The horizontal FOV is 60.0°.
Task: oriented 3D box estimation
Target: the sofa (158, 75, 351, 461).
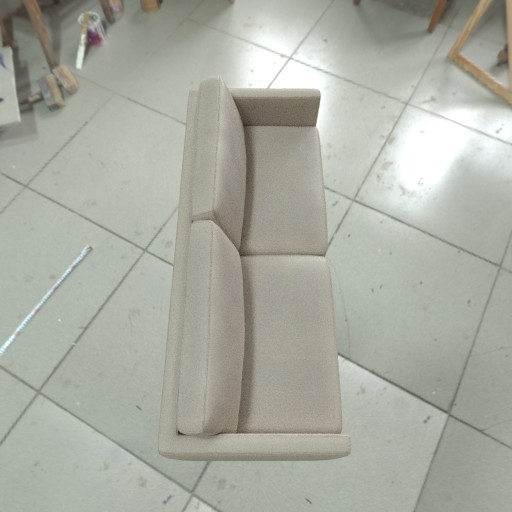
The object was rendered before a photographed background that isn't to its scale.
[{"bbox_3d":[0.000,0.000,2.823,0.951,0.968,2.361,0,64,0],"label":"sofa"}]
